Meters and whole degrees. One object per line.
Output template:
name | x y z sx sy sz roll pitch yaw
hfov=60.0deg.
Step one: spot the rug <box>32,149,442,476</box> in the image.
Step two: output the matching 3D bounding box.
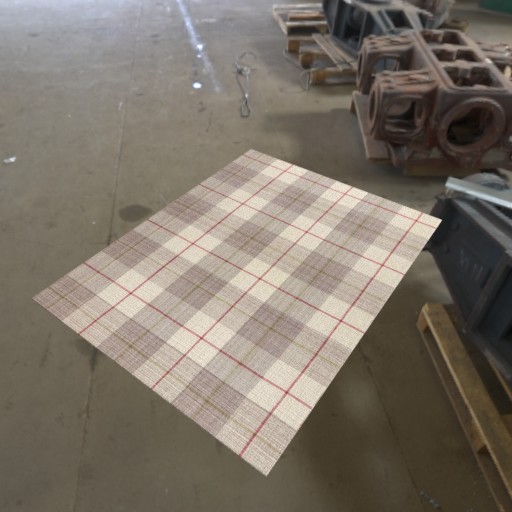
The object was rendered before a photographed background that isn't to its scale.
rug | 0.000 0.000 3.946 2.317 0.016 2.959 27 49 26
